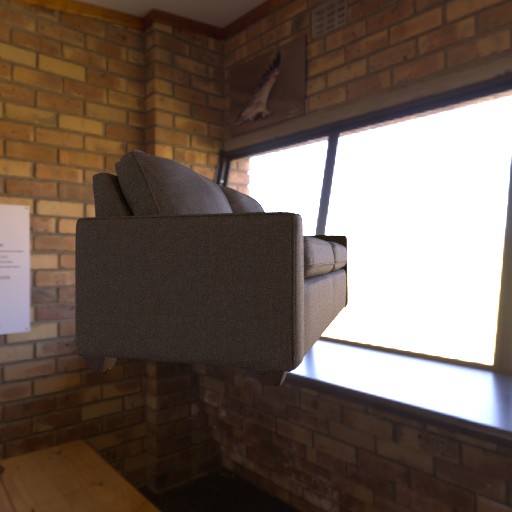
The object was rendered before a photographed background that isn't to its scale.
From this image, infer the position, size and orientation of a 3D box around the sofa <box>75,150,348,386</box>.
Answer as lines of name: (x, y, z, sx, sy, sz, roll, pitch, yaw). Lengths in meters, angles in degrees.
sofa: (0.000, 0.000, 2.607, 0.940, 0.919, 2.080, 0, 0, 17)
